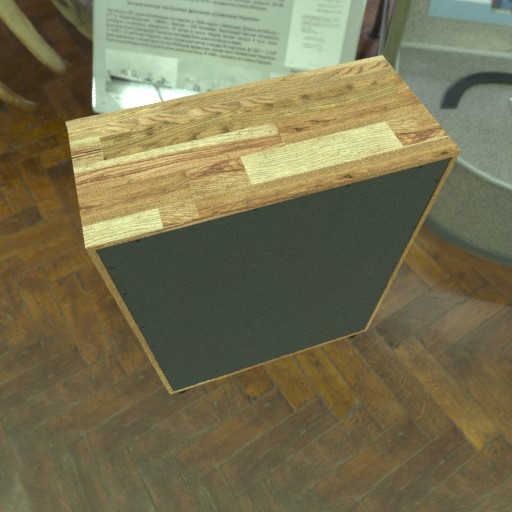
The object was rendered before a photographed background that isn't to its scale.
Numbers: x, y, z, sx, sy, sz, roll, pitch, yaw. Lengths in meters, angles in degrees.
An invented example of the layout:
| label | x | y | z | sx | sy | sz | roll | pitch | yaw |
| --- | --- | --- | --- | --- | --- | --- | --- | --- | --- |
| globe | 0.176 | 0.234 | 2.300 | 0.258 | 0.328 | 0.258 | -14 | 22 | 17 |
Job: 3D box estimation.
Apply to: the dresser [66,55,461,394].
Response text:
| label | x | y | z | sx | sy | sz | roll | pitch | yaw |
| --- | --- | --- | --- | --- | --- | --- | --- | --- | --- |
| dresser | 0.000 | 0.000 | 1.715 | 0.966 | 1.243 | 0.480 | -16 | 58 | -10 |
